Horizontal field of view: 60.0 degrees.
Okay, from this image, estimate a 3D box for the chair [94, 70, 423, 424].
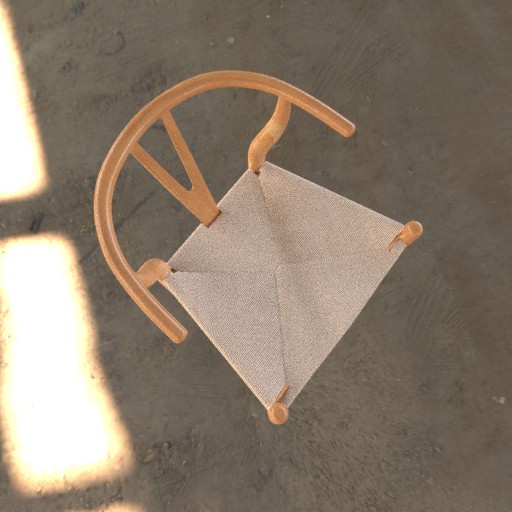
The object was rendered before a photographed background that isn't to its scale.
[{"bbox_3d":[0.000,0.000,1.131,0.579,0.730,0.569,37,78,9],"label":"chair"}]
